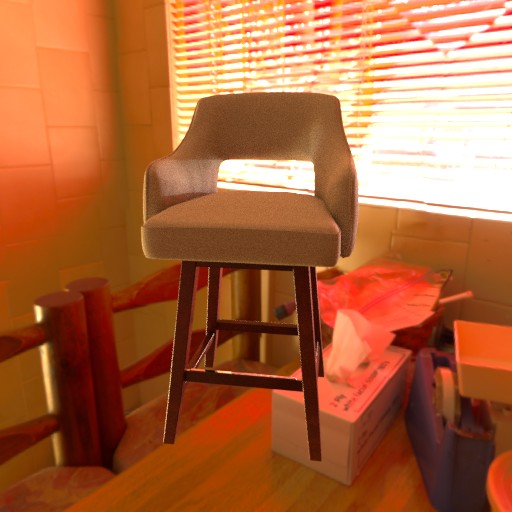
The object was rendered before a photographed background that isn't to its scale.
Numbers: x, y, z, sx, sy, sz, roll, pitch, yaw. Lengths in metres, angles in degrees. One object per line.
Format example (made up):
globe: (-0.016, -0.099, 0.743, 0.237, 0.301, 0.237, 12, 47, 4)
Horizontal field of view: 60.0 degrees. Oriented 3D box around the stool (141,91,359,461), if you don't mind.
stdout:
stool: (0.000, 0.000, 1.282, 0.550, 0.936, 0.560, 3, 16, 9)
